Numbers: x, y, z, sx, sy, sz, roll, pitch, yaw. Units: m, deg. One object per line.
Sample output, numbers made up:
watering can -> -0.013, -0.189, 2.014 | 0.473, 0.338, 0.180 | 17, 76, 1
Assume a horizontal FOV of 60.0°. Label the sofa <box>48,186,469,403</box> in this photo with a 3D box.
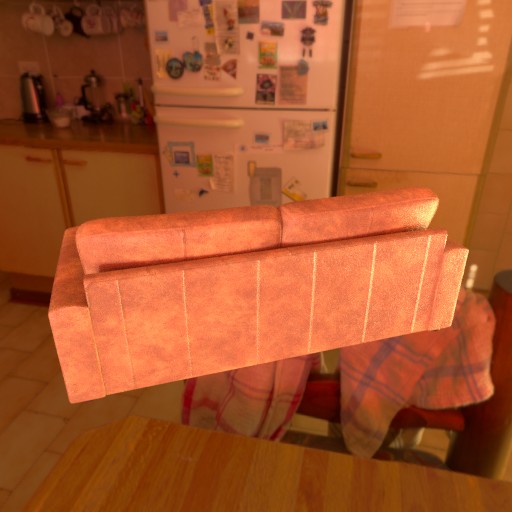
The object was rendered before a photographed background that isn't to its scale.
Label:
sofa -> 0.000, 0.000, 2.662 | 2.179, 0.873, 1.016 | -8, 27, -15
